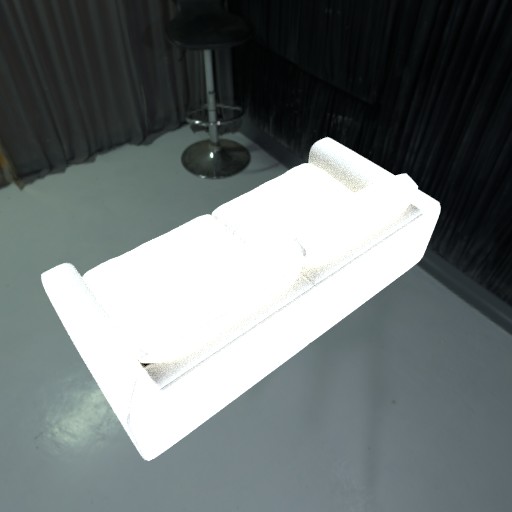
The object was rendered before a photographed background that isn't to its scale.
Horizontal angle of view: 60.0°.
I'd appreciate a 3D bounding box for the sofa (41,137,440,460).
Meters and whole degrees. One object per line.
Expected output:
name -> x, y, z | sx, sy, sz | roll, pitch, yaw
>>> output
sofa -> 0.000, 0.000, 2.742 | 2.262, 0.801, 1.070 | -30, 54, -26
